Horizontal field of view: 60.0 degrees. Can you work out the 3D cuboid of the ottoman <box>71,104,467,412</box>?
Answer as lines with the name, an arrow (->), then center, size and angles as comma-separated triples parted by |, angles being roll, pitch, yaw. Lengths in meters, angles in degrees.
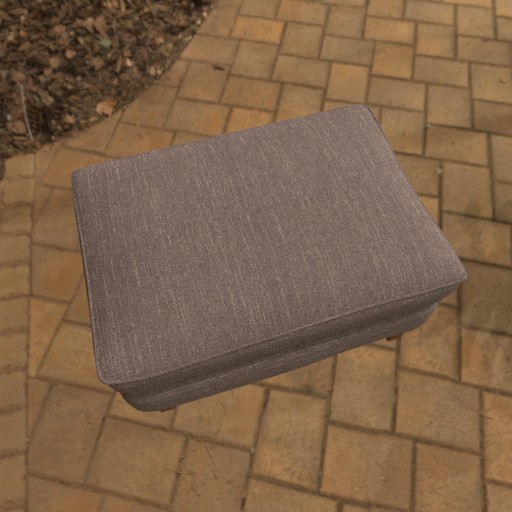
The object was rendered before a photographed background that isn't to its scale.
ottoman -> 0.000, 0.000, 0.985 | 0.686, 0.406, 0.508 | -15, 63, -8
